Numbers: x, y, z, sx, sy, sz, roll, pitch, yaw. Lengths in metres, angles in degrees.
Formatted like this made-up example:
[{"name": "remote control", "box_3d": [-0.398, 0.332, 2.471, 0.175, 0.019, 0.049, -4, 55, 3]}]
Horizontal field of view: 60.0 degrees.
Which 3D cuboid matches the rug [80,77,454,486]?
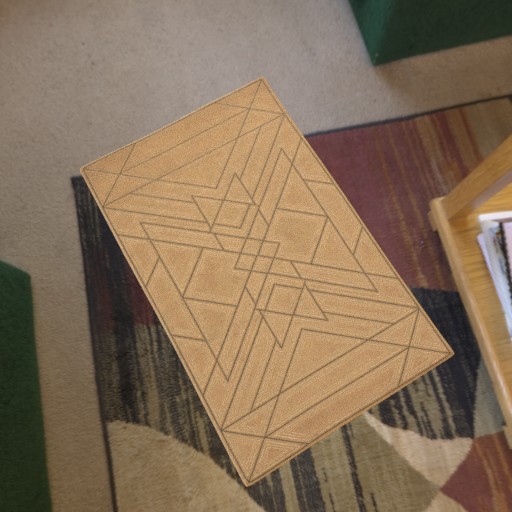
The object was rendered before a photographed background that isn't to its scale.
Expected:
[{"name": "rug", "box_3d": [0.000, 0.000, 3.071, 1.575, 0.023, 2.459, -29, 76, -8]}]
